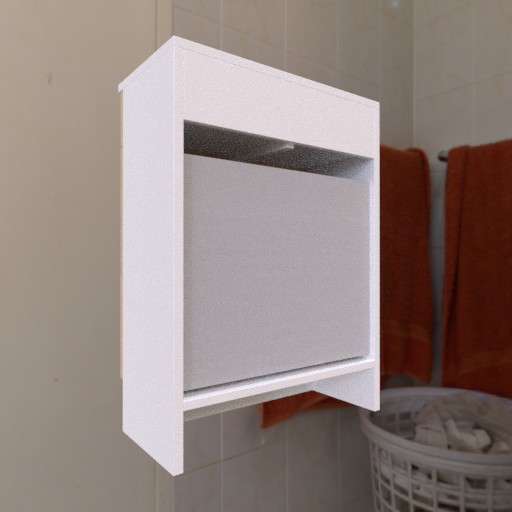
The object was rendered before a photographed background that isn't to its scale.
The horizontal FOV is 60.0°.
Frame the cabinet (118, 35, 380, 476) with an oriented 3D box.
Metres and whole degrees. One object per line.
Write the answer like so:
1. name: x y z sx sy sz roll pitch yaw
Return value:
1. cabinet: 0.000 0.000 1.115 0.600 0.815 0.296 0 0 -37
